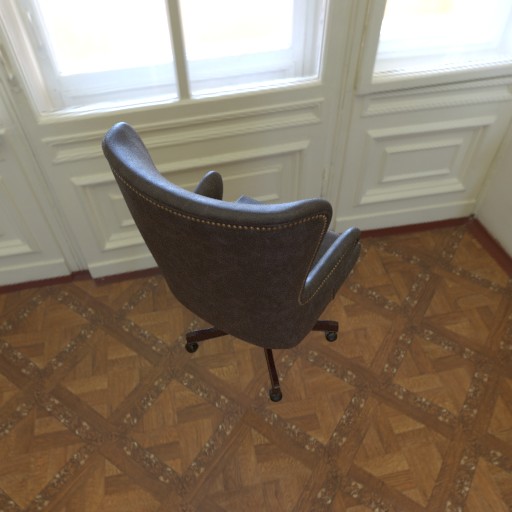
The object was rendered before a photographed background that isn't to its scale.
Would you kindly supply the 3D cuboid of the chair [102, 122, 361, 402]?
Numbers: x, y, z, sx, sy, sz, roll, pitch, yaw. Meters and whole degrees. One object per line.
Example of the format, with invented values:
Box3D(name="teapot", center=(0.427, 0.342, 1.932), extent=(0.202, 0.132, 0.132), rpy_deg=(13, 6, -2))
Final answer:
Box3D(name="chair", center=(0.000, 0.000, 1.477), extent=(0.594, 1.037, 0.717), rpy_deg=(25, 52, 21))
